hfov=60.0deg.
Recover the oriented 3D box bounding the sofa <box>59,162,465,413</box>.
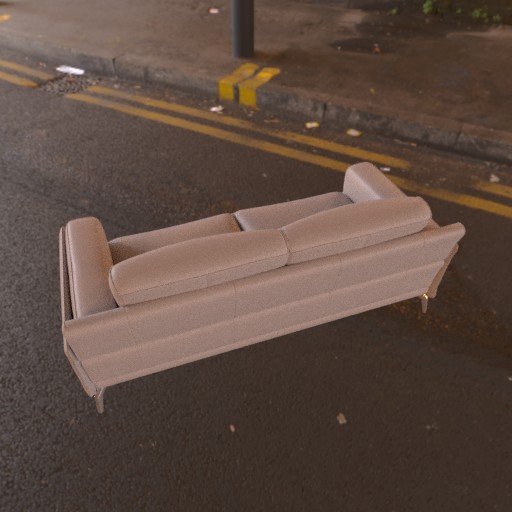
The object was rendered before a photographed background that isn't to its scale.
[{"bbox_3d":[0.000,0.000,2.556,2.101,0.930,1.049,-14,43,-15],"label":"sofa"}]
